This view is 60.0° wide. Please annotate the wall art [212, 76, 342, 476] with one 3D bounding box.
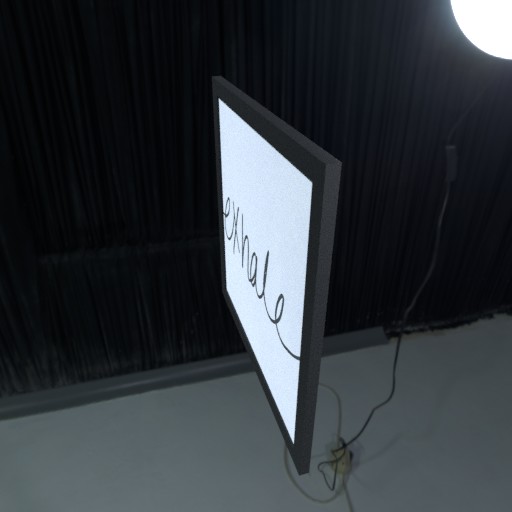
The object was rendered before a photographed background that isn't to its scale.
[{"bbox_3d":[0.000,0.000,0.542,0.012,0.357,0.358,-9,33,-15],"label":"wall art"}]
